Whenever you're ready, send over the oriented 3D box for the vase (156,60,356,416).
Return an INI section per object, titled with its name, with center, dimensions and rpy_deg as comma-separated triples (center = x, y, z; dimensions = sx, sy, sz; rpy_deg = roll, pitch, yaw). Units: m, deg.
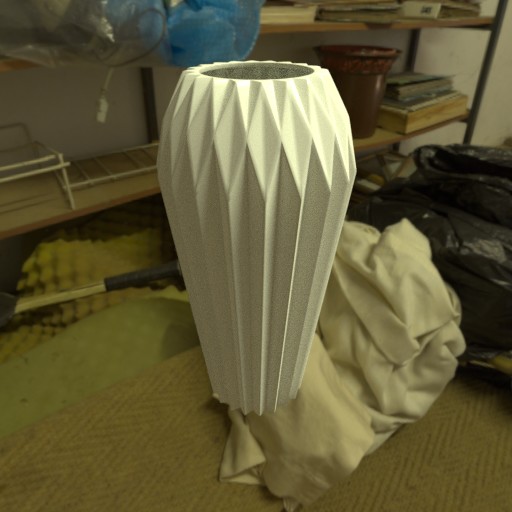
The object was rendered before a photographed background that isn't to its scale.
[vase]
center = 0.000, 0.000, 0.336
dimensions = 0.133, 0.263, 0.133
rpy_deg = 0, 31, 0
